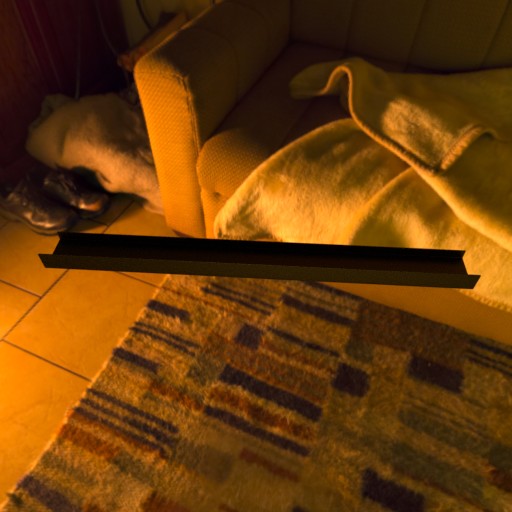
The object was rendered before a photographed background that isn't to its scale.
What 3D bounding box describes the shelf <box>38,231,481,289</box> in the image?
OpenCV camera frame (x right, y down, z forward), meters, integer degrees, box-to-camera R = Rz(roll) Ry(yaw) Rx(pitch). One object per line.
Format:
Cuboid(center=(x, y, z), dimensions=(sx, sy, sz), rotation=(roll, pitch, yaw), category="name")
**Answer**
Cuboid(center=(0.000, 0.000, 0.969), dimensions=(0.924, 0.049, 0.092), rotation=(3, 48, 2), category="shelf")
